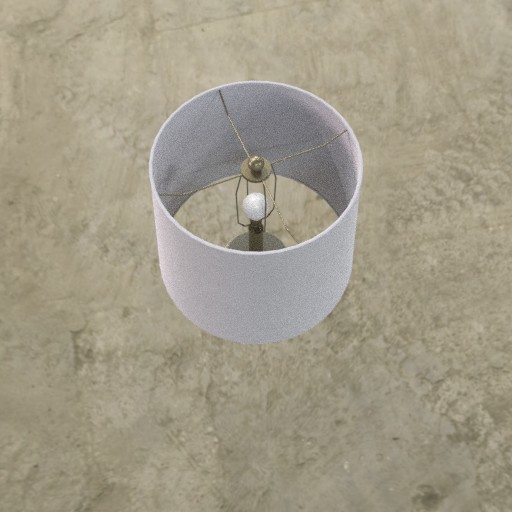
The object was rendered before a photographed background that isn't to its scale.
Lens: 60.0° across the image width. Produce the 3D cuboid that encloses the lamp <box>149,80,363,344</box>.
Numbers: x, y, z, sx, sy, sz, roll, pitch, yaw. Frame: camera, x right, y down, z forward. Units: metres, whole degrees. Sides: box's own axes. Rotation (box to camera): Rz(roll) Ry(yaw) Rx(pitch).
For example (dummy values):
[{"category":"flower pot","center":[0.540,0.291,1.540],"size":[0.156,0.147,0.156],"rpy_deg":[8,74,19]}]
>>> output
[{"category":"lamp","center":[0.000,0.000,0.570],"size":[0.239,0.399,0.239],"rpy_deg":[0,65,0]}]
